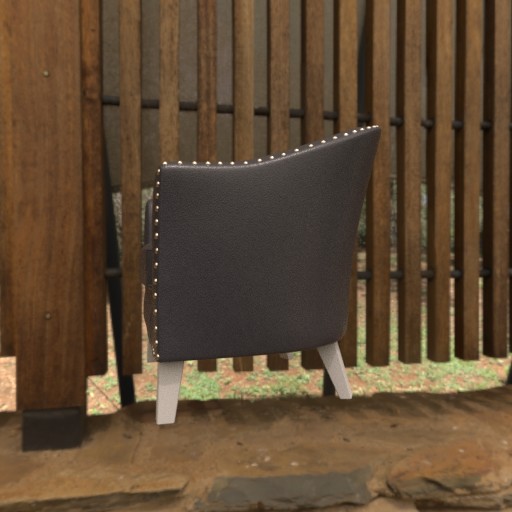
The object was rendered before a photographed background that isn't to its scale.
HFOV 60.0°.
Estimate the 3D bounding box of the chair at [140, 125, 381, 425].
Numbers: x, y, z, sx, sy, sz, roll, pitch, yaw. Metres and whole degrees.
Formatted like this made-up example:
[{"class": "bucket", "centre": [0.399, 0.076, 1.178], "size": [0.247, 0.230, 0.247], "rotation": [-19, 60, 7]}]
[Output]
[{"class": "chair", "centre": [0.000, 0.000, 1.482], "size": [0.748, 0.823, 0.794], "rotation": [0, 0, -16]}]
